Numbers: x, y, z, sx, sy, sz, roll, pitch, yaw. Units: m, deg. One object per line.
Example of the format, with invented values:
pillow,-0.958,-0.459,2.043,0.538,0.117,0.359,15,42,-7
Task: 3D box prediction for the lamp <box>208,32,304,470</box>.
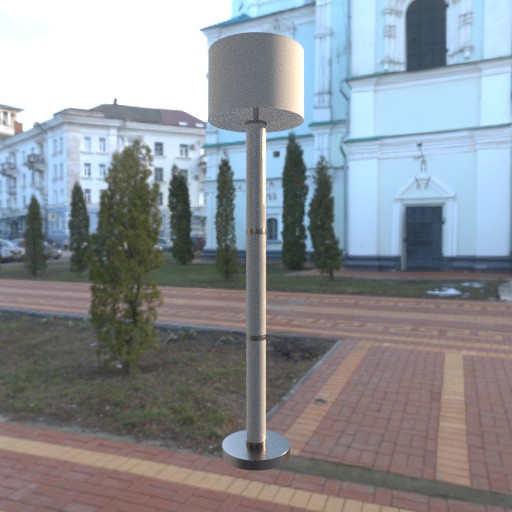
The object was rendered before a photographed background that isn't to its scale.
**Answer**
lamp,0.000,0.000,1.772,0.377,1.599,0.377,2,3,37
